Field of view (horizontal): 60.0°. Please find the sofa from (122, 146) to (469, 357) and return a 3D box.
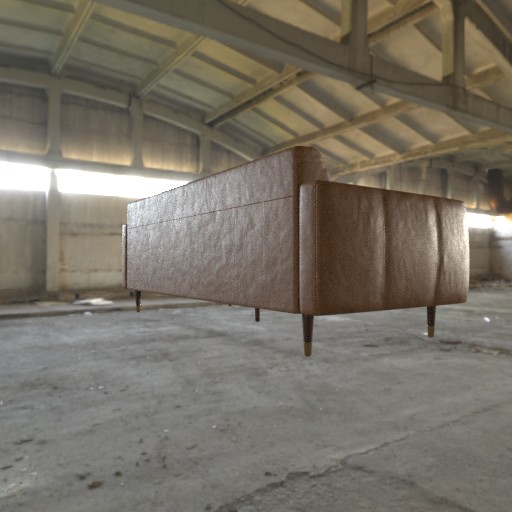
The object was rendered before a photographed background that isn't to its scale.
[{"bbox_3d":[0.000,0.000,2.762,0.990,0.821,2.291,1,-1,-34],"label":"sofa"}]
